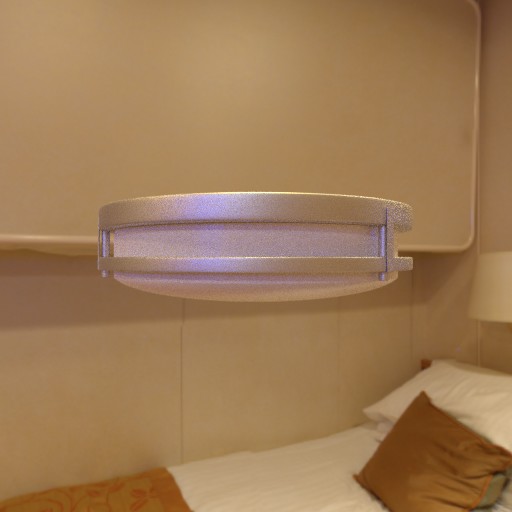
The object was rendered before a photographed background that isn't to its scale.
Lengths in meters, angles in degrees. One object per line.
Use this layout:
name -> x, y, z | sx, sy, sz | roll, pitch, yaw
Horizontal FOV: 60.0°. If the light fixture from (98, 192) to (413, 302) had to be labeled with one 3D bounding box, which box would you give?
light fixture -> 0.000, 0.000, 0.531 | 0.356, 0.102, 0.356 | 0, 0, 0
